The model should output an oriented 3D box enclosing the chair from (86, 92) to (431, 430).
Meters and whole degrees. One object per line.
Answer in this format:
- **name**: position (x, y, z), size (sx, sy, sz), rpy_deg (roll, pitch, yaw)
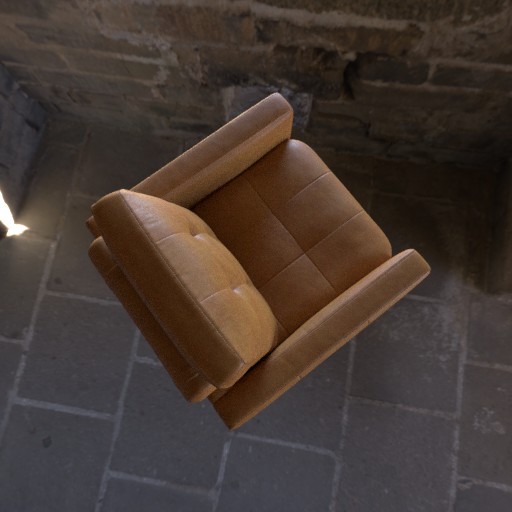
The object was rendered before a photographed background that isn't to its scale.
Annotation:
- **chair**: position (0.000, 0.000, 1.542), size (0.868, 0.896, 0.831), rpy_deg (-36, 79, -8)
